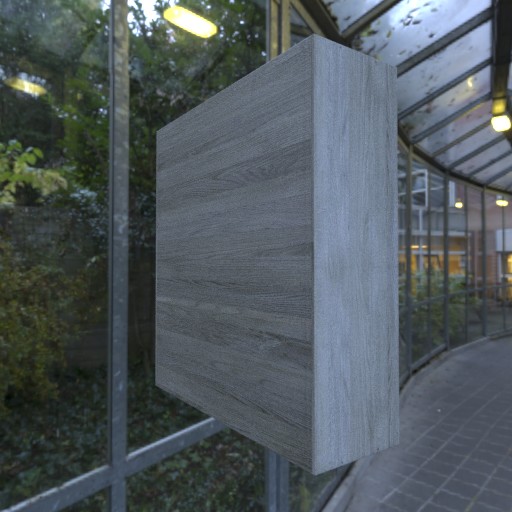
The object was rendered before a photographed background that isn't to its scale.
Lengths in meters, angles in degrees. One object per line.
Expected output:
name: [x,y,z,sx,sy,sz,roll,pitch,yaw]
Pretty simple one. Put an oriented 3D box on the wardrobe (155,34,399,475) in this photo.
wardrobe: [0.000,0.000,2.865,0.629,1.960,1.780,1,-1,-35]
